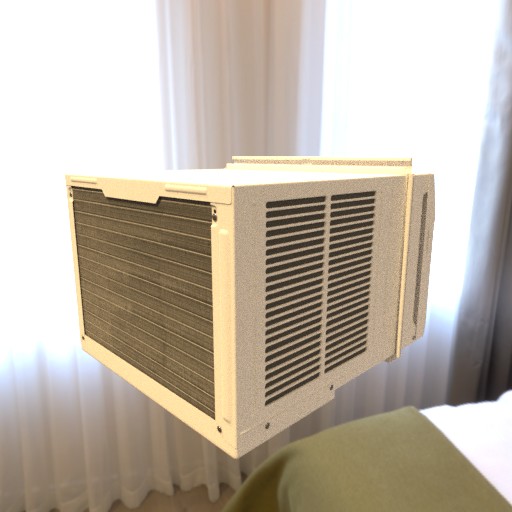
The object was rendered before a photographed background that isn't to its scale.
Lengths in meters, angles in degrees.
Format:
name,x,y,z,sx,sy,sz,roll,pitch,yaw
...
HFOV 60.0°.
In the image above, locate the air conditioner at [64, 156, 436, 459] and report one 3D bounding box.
name,x,y,z,sx,sy,sz,roll,pitch,yaw
air conditioner,0.000,0.000,0.889,0.546,0.388,0.503,-12,18,-43
